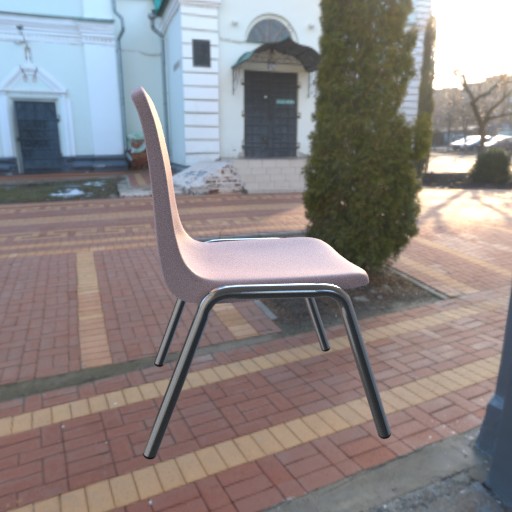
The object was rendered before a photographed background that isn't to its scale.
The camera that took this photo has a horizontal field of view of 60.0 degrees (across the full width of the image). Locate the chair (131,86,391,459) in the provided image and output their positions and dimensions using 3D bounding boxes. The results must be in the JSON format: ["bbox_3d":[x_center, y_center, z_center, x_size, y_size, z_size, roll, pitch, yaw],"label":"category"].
[{"bbox_3d":[0.000,0.000,0.830,0.423,0.586,0.354,-2,15,-9],"label":"chair"}]
